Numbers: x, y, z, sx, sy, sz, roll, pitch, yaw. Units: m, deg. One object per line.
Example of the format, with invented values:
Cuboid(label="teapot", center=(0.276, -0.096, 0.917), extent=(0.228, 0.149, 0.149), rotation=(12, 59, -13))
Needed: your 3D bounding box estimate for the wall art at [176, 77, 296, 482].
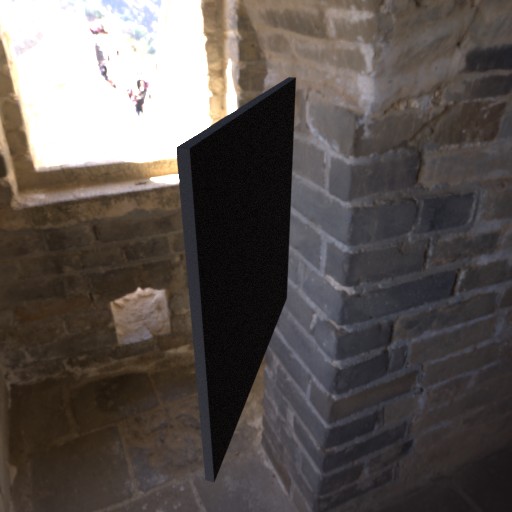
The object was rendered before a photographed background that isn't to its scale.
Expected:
Cuboid(label="wall art", center=(0.000, 0.000, 0.682), extent=(0.013, 0.458, 0.456), rotation=(8, 30, 14))
